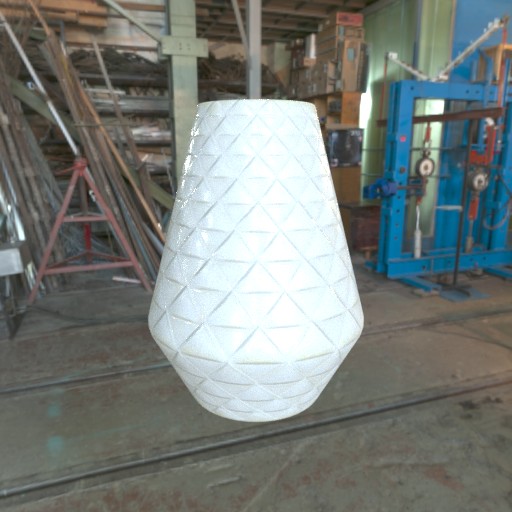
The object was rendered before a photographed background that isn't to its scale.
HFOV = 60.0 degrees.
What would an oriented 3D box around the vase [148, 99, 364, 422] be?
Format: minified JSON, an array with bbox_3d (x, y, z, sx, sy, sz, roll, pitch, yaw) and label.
[{"bbox_3d":[0.000,0.000,0.357,0.175,0.230,0.175,0,14,0],"label":"vase"}]
